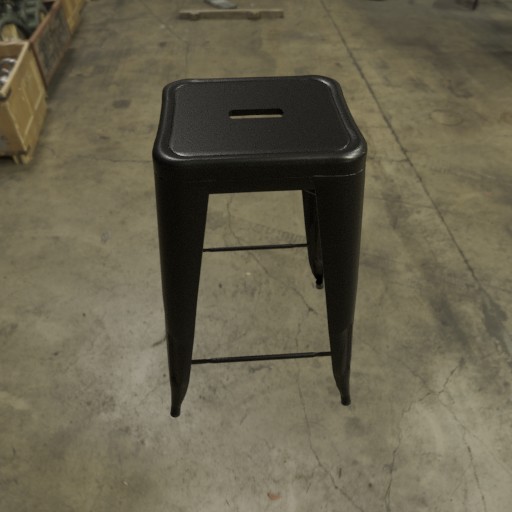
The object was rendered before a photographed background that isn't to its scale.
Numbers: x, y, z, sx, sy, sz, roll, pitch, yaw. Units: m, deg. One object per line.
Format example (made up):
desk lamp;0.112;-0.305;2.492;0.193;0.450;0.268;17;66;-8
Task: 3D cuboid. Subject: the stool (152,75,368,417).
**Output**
stool;0.000;0.000;0.873;0.399;0.609;0.359;-3;46;-3
